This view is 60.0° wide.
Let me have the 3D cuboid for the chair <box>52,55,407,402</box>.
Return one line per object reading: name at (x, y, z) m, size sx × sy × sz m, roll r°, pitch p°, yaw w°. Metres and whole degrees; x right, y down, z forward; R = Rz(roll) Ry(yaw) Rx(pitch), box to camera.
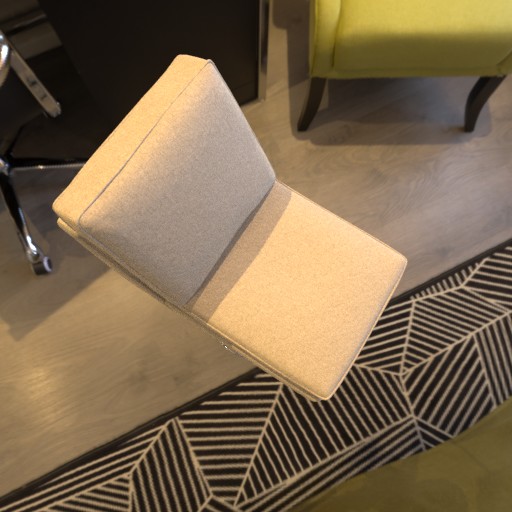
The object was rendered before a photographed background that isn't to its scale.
chair at (0.000, 0.000, 1.673) m, size 1.020 × 1.058 × 0.674 m, roll 32°, pitch 76°, yaw 9°
